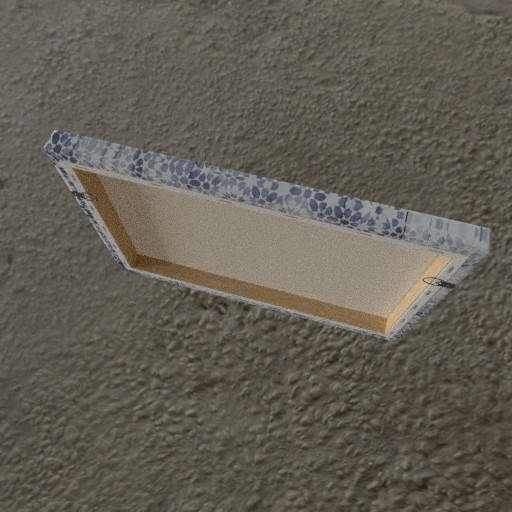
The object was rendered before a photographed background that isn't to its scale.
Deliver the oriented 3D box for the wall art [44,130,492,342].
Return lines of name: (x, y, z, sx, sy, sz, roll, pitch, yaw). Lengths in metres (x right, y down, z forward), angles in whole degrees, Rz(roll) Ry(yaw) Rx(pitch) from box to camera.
wall art: (0.000, 0.000, 1.150, 0.911, 0.608, 0.057, 14, 64, 7)
